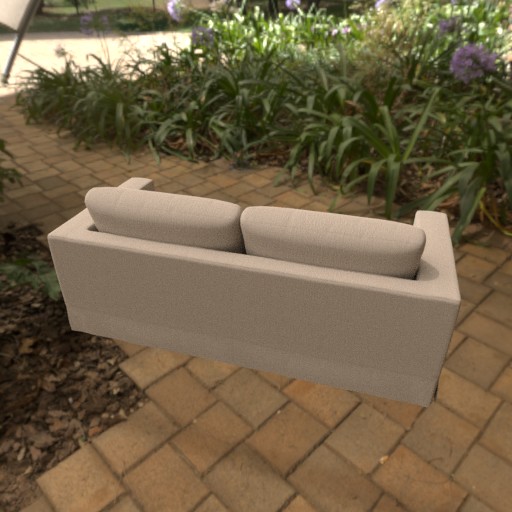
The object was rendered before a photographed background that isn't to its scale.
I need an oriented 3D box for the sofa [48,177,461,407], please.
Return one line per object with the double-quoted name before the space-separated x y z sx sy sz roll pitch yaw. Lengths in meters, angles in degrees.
"sofa" 0.000 0.000 2.660 2.163 0.881 0.954 9 32 14
